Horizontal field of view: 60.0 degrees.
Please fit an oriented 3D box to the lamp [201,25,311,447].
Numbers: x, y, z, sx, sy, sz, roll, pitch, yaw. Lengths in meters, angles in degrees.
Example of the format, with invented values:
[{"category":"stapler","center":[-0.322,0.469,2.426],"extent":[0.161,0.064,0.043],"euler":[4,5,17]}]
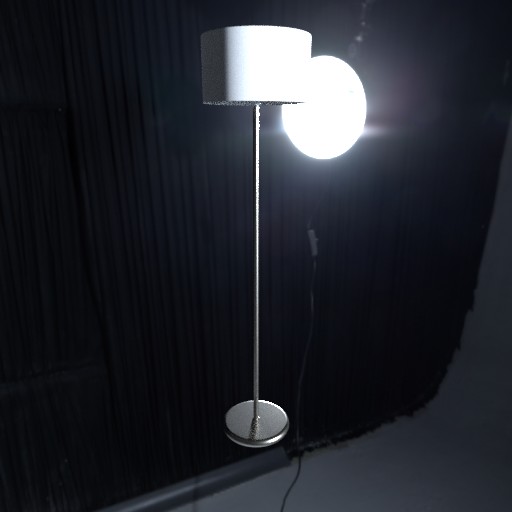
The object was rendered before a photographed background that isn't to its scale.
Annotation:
[{"category":"lamp","center":[0.000,0.000,1.607],"extent":[0.347,1.443,0.347],"euler":[-8,18,-25]}]
